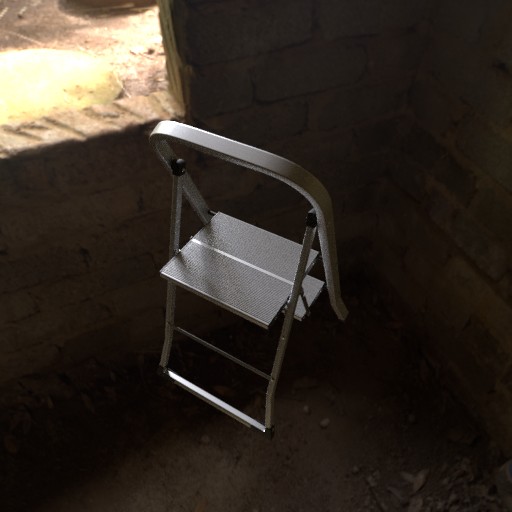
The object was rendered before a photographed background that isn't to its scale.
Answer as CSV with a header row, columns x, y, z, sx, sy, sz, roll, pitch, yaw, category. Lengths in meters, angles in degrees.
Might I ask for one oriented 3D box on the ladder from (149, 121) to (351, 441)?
x,y,z,sx,sy,sz,roll,pitch,yaw,category
0.000,0.000,1.185,0.465,0.830,0.530,23,51,21,ladder
